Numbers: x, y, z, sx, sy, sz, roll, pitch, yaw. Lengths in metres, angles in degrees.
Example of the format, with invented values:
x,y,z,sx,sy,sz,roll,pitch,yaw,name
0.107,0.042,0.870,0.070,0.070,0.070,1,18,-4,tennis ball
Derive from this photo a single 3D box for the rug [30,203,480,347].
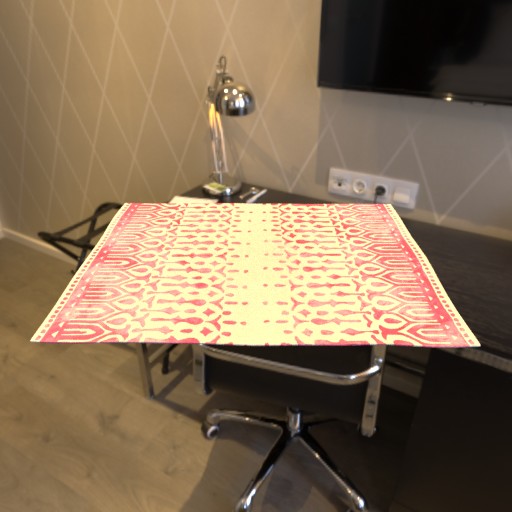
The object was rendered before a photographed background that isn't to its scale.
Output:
x,y,z,sx,sy,sz,roll,pitch,yaw,name
0.000,0.000,4.053,3.095,0.016,2.441,0,30,1,rug
